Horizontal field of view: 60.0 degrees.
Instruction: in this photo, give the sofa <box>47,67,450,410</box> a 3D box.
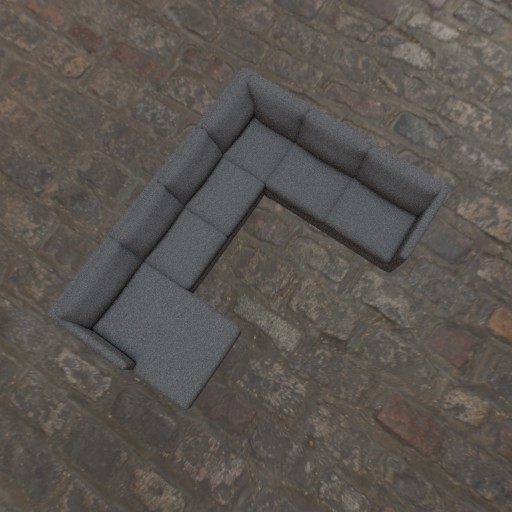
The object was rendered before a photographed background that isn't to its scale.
[{"bbox_3d":[0.000,0.000,4.489,2.551,0.853,3.238,33,78,8],"label":"sofa"}]
